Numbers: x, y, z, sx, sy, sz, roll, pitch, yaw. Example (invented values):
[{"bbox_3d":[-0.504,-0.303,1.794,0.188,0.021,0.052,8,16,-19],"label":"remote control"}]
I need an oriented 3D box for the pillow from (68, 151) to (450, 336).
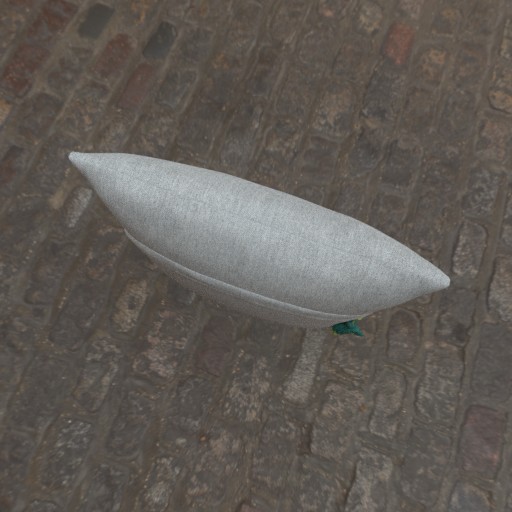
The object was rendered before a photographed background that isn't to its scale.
[{"bbox_3d":[0.000,0.000,0.685,0.433,0.436,0.173,19,77,5],"label":"pillow"}]
